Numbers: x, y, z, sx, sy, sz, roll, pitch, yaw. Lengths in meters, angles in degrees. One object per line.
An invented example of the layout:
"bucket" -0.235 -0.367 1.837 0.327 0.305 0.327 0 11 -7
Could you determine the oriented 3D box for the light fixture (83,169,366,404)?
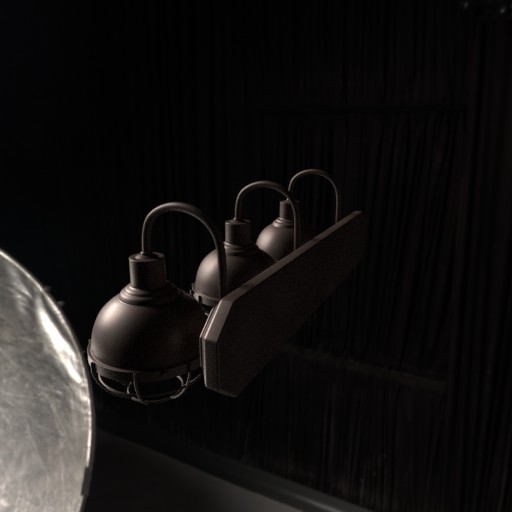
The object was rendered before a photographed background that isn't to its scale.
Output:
"light fixture" 0.000 0.000 0.751 0.229 0.254 0.634 8 18 25
